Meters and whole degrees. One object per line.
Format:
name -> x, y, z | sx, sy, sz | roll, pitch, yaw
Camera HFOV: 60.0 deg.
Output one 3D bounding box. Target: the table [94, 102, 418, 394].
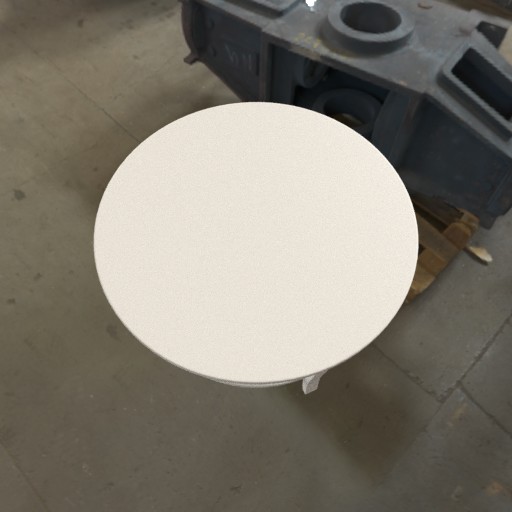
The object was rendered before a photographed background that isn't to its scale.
table -> 0.000, 0.000, 1.461 | 0.910, 0.457, 0.910 | 0, 63, 0
